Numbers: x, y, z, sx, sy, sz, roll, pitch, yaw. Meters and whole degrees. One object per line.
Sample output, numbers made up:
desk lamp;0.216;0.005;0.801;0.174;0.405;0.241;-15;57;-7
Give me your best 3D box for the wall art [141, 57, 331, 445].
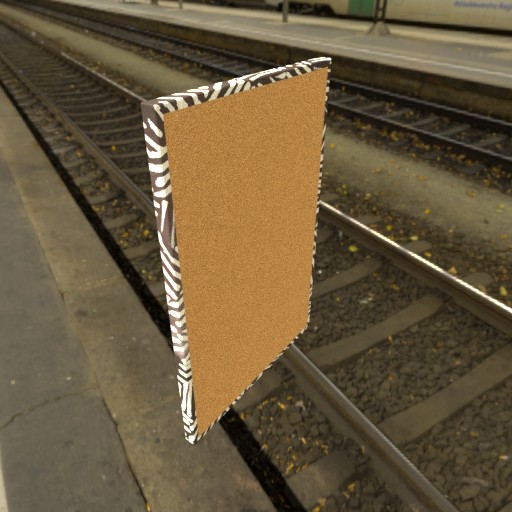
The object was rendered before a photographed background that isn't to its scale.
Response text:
wall art;0.000;0.000;1.198;0.035;0.918;0.615;22;38;30
